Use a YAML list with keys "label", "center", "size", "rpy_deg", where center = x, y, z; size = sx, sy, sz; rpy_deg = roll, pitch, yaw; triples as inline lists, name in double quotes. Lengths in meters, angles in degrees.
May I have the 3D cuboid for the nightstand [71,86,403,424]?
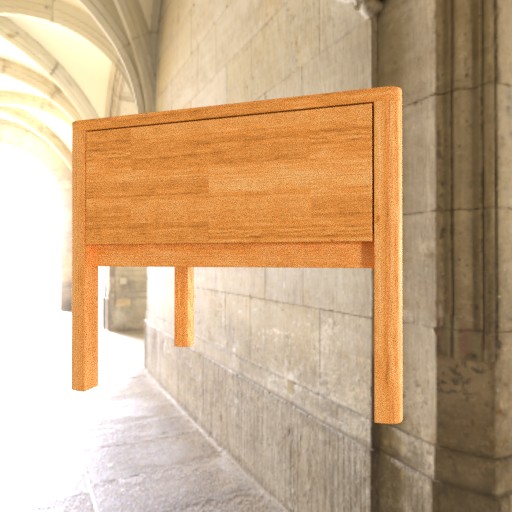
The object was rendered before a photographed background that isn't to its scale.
- label: "nightstand"
  center: [0.000, 0.000, 0.904]
  size: [0.560, 0.470, 0.440]
  rpy_deg: [0, 0, 17]
